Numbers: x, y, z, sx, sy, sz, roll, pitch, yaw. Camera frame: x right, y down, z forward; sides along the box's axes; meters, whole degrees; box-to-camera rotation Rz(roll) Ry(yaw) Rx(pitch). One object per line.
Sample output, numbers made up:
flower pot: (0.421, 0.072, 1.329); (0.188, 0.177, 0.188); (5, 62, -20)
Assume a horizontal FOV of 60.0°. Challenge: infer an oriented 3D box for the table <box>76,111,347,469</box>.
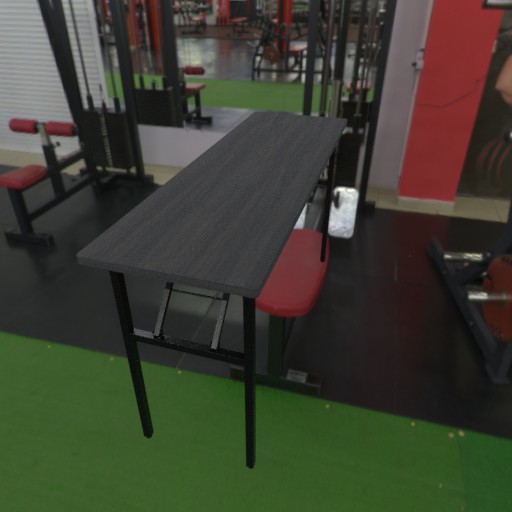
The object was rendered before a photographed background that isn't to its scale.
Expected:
table: (0.000, 0.000, 1.743); (0.449, 0.750, 1.399); (9, 33, 15)
